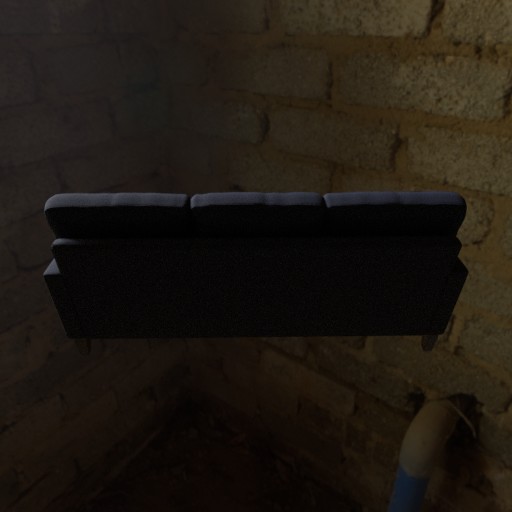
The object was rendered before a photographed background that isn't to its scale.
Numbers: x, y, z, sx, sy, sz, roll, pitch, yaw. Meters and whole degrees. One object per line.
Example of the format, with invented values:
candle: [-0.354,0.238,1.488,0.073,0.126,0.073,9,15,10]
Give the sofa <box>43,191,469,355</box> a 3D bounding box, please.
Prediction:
sofa: [0.000,0.000,2.595,2.115,0.984,0.888,0,29,-1]
